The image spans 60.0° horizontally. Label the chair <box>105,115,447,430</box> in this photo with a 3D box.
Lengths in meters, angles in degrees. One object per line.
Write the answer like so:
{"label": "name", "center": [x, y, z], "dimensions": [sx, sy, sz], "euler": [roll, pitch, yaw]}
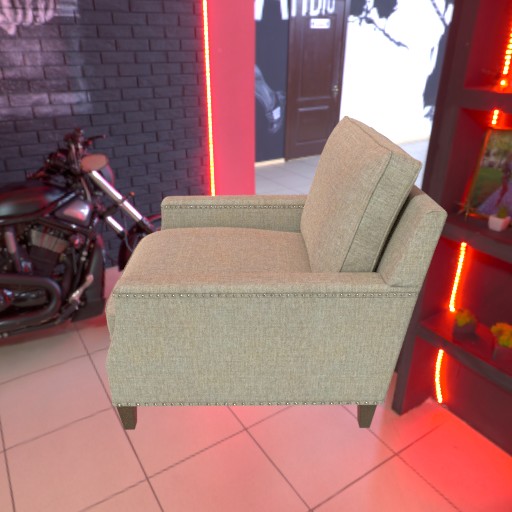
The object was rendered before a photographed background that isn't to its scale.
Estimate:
{"label": "chair", "center": [0.000, 0.000, 1.687], "dimensions": [1.014, 0.943, 0.853], "euler": [0, 26, 0]}
